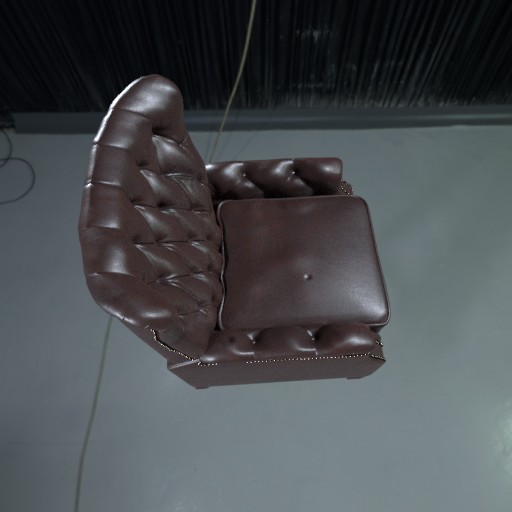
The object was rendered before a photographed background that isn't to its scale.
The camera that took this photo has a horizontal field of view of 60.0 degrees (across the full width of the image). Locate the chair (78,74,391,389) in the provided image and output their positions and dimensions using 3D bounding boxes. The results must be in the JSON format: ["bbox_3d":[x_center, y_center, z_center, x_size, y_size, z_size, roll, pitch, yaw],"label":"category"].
[{"bbox_3d":[0.000,0.000,1.420,0.823,0.864,0.709,-3,63,-2],"label":"chair"}]
